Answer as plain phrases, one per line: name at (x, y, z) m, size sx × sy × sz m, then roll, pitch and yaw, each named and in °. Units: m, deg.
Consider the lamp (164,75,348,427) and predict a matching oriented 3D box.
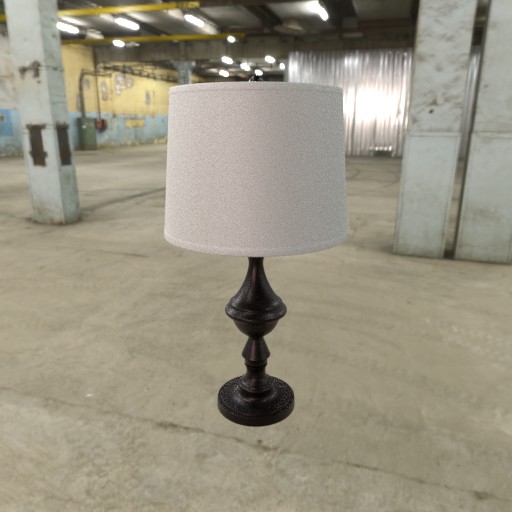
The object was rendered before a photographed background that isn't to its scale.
lamp at (0.000, 0.000, 0.957) m, size 0.383 × 0.726 × 0.383 m, roll 0°, pitch 16°, yaw 0°
